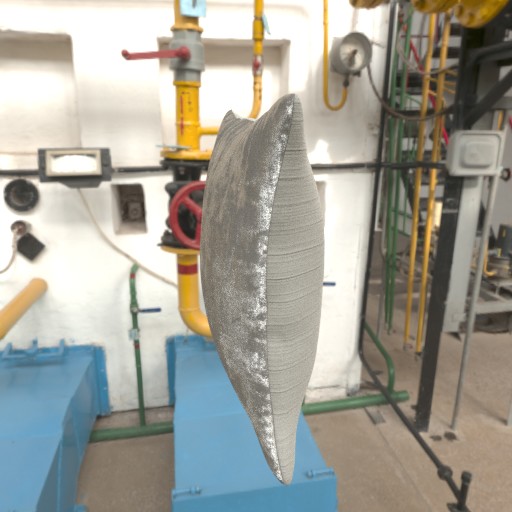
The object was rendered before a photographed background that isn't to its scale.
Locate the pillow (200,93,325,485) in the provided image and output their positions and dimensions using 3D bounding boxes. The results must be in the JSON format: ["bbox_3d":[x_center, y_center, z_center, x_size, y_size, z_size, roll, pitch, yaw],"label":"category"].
[{"bbox_3d":[0.000,0.000,0.707,0.175,0.464,0.470,-3,16,-9],"label":"pillow"}]
